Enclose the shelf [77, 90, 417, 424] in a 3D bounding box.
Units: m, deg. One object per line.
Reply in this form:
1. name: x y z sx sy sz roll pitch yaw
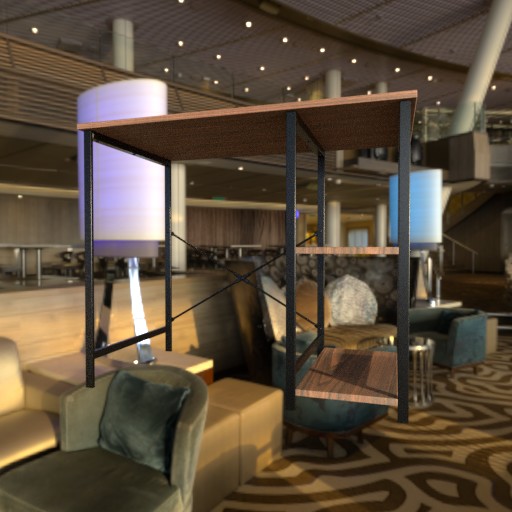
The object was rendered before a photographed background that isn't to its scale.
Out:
1. shelf: 0.000 0.000 1.358 0.902 0.750 0.498 0 1 17
